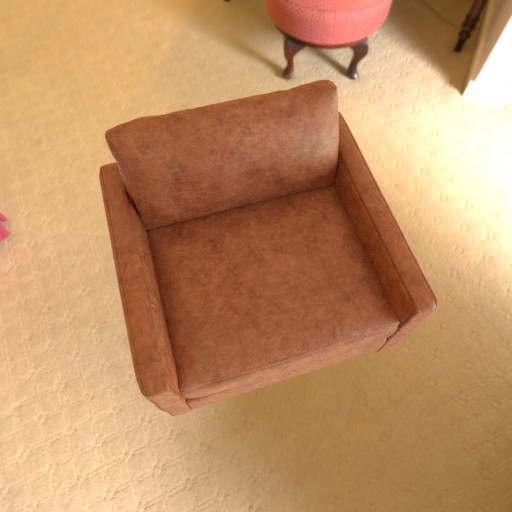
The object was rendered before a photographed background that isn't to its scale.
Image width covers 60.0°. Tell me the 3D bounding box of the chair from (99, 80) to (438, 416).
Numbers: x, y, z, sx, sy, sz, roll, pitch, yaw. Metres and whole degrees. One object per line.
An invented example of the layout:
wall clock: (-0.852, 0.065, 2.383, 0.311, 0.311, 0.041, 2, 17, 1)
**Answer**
chair: (0.000, 0.000, 1.644, 0.967, 0.869, 0.862, -15, 65, -7)
